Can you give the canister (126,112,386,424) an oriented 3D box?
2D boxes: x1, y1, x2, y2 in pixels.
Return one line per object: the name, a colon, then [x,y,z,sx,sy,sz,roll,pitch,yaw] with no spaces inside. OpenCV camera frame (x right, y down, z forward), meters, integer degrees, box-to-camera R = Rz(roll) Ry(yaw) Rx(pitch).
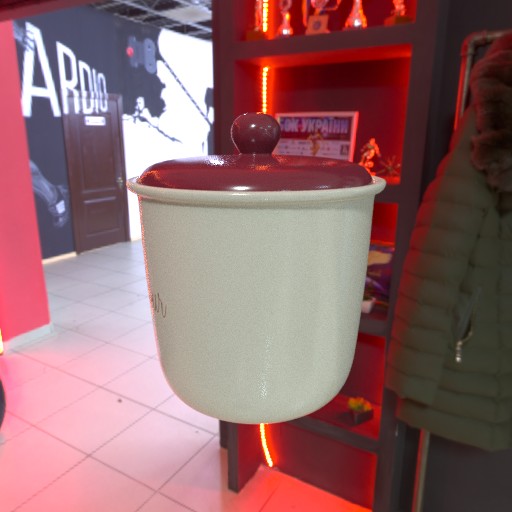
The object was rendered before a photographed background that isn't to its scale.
canister: [0.000,0.000,0.337,0.182,0.208,0.182,0,15,0]
